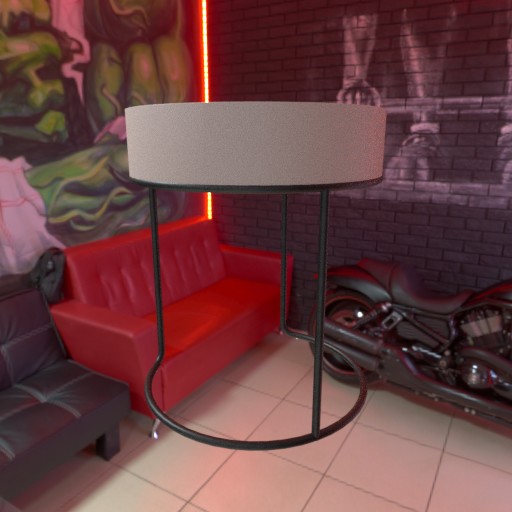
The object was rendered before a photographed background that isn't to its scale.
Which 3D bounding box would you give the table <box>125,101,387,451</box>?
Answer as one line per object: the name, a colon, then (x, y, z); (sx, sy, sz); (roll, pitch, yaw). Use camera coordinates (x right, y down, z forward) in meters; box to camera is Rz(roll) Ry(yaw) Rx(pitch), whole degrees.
table: (0.000, 0.000, 0.853); (0.450, 0.530, 0.450); (0, 15, 0)
